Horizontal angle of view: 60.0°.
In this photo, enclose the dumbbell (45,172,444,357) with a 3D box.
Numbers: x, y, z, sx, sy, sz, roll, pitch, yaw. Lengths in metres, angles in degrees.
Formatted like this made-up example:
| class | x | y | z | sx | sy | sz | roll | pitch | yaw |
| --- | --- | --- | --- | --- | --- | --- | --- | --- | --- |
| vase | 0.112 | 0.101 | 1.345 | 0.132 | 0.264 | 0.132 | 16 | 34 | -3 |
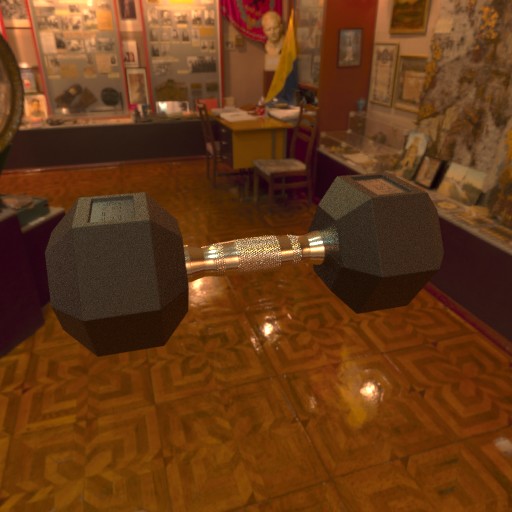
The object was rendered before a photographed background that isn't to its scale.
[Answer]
| class | x | y | z | sx | sy | sz | roll | pitch | yaw |
| --- | --- | --- | --- | --- | --- | --- | --- | --- | --- |
| dumbbell | 0.000 | 0.000 | 0.426 | 0.356 | 0.123 | 0.141 | -7 | 27 | -14 |
